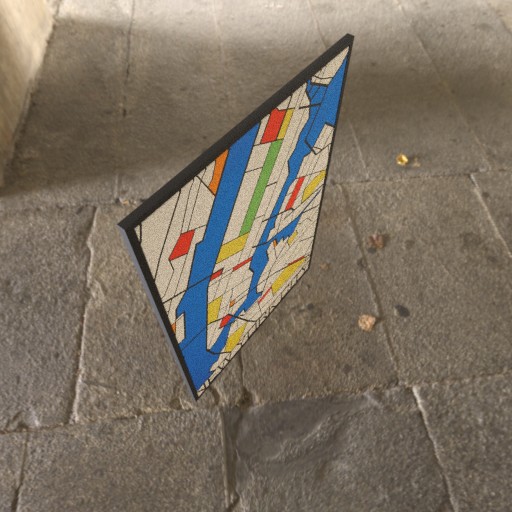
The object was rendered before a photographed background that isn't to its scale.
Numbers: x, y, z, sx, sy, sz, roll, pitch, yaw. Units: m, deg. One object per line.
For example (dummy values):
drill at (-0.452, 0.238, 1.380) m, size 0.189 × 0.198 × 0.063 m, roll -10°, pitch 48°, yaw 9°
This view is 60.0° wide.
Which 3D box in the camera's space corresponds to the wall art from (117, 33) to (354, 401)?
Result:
wall art at (0.000, 0.000, 0.837) m, size 0.013 × 0.657 × 0.457 m, roll 33°, pitch 63°, yaw 20°
